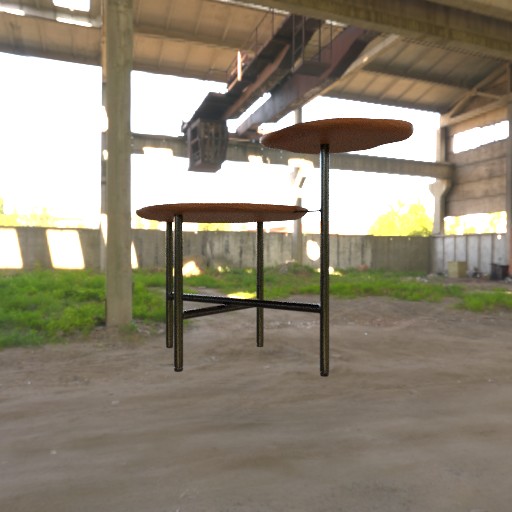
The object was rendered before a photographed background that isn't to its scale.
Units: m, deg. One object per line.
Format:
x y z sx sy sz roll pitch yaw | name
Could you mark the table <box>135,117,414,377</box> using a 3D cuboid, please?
0.000 0.000 1.106 0.759 0.538 0.442 0 1 37 | table
